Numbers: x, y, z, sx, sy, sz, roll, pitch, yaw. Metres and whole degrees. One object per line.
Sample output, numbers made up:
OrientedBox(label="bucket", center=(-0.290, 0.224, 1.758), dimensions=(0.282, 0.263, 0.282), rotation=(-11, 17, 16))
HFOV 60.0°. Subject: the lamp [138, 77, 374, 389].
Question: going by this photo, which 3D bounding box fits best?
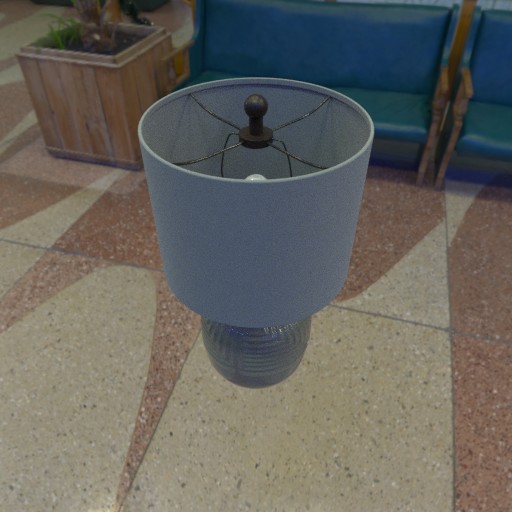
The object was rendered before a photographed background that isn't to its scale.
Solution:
OrientedBox(label="lamp", center=(0.000, 0.000, 0.771), dimensions=(0.318, 0.567, 0.318), rotation=(0, 42, 0))
